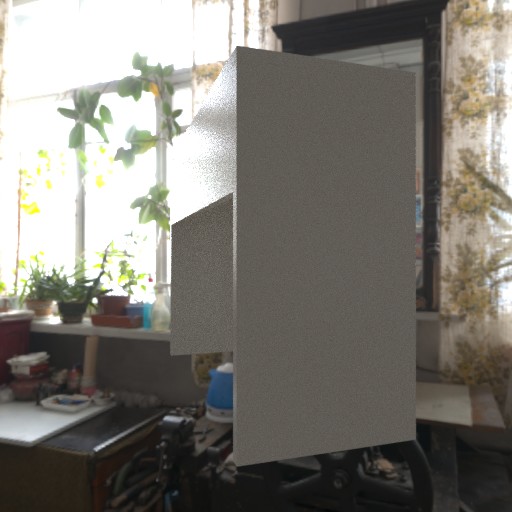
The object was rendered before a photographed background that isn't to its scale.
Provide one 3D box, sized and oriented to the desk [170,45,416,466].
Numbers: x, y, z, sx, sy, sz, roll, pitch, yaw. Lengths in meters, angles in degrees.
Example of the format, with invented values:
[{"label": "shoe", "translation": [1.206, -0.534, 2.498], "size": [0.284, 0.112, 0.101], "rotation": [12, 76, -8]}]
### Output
[{"label": "desk", "translation": [0.000, 0.000, 1.368], "size": [0.400, 0.790, 1.000], "rotation": [0, 0, -18]}]
